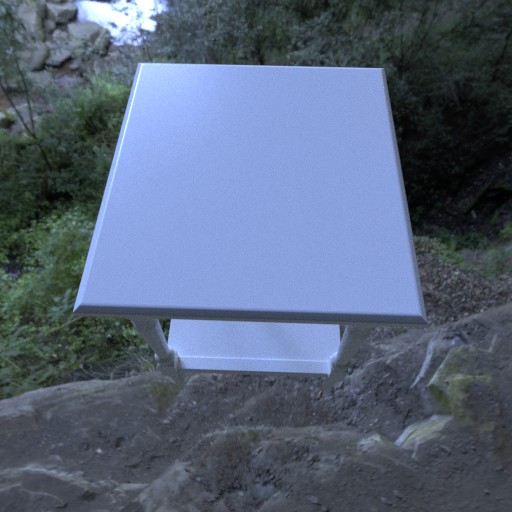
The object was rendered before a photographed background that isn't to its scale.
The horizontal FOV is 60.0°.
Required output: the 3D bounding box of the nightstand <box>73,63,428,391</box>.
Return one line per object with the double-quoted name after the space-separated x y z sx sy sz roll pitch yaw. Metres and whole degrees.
0.000 0.000 0.934 0.459 0.555 0.505 2 60 1 "nightstand"
